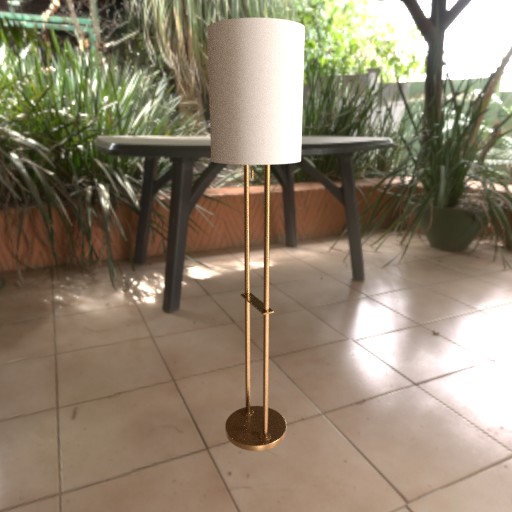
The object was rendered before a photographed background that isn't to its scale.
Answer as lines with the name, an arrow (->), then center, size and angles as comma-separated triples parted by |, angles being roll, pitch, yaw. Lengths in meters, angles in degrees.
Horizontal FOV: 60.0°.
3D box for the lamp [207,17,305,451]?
lamp -> 0.000, 0.000, 1.615 | 0.305, 1.500, 0.306 | -8, 19, -24
